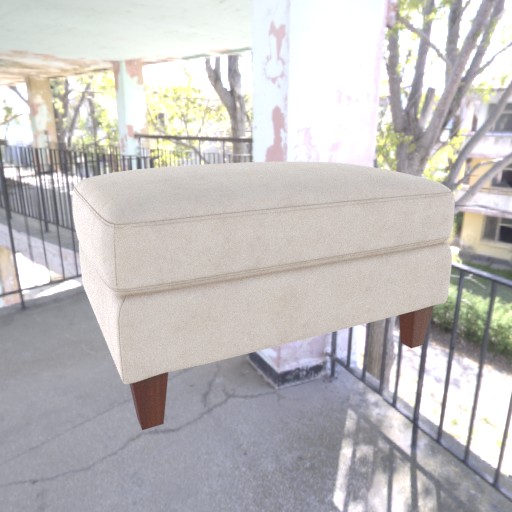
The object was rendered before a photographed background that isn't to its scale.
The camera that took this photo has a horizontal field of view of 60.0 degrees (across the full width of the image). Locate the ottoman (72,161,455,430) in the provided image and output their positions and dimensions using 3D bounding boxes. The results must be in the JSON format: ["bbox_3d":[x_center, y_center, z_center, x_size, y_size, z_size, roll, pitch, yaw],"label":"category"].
[{"bbox_3d":[0.000,0.000,1.196,0.864,0.483,0.584,-8,19,-26],"label":"ottoman"}]
